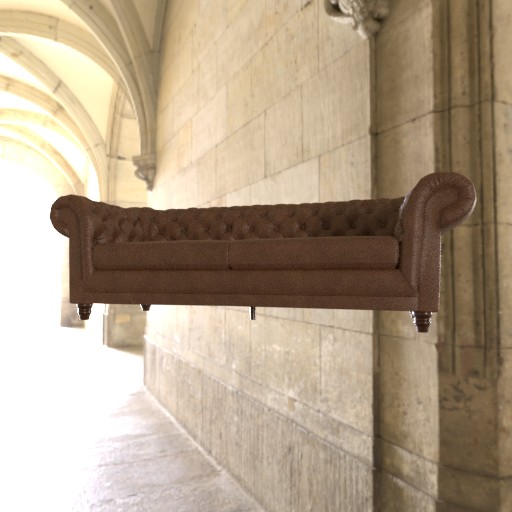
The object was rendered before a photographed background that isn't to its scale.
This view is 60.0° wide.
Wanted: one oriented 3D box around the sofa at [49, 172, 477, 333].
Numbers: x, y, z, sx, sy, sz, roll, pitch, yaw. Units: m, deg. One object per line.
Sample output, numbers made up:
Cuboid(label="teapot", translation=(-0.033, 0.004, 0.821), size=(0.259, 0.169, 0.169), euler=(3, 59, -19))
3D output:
Cuboid(label="sofa", translation=(0.000, 0.000, 2.779), size=(2.385, 0.783, 0.944), euler=(-1, -2, 17))
